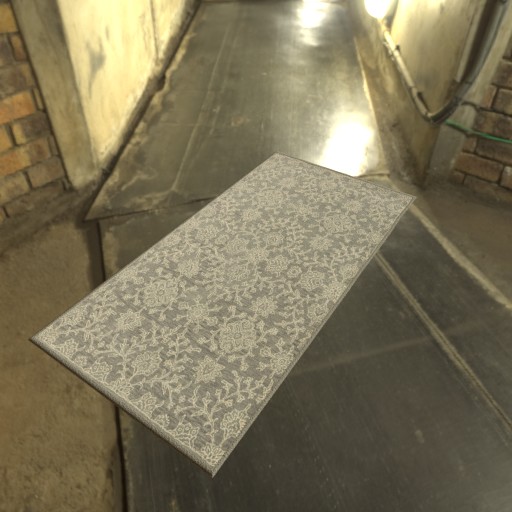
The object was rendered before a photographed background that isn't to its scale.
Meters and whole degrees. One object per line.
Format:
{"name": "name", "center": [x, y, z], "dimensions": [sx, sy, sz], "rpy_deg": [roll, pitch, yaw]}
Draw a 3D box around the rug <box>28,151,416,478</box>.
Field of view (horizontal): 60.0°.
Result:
{"name": "rug", "center": [0.000, 0.000, 3.521], "dimensions": [1.546, 0.011, 3.048], "rpy_deg": [25, 47, 25]}
